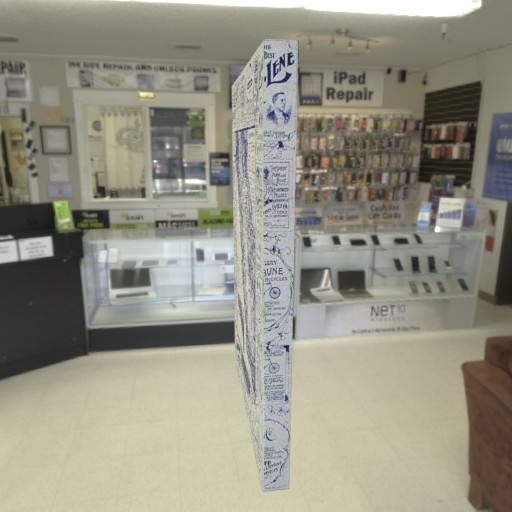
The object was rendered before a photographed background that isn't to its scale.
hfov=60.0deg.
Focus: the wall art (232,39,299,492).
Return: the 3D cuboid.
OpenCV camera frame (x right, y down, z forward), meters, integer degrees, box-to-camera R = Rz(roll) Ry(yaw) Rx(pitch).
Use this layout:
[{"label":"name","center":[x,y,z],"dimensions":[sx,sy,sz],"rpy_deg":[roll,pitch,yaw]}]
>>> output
[{"label":"wall art","center":[0.000,0.000,0.766],"dimensions":[0.040,0.601,0.408],"rpy_deg":[-2,14,-8]}]
